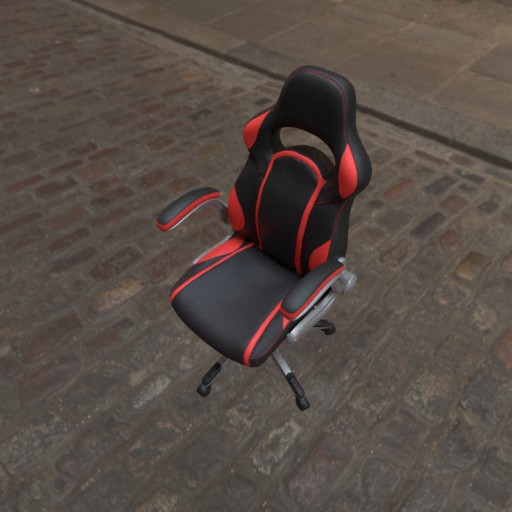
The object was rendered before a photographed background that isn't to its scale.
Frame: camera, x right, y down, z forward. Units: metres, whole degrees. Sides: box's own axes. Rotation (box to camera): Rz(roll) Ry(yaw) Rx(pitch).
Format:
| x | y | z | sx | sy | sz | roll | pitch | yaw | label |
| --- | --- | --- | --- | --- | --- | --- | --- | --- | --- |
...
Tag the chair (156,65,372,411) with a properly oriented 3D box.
| x | y | z | sx | sy | sz | roll | pitch | yaw | label |
| --- | --- | --- | --- | --- | --- | --- | --- | --- | --- |
| 0.000 | 0.000 | 1.624 | 0.758 | 1.165 | 0.712 | 33 | 55 | 27 | chair |
